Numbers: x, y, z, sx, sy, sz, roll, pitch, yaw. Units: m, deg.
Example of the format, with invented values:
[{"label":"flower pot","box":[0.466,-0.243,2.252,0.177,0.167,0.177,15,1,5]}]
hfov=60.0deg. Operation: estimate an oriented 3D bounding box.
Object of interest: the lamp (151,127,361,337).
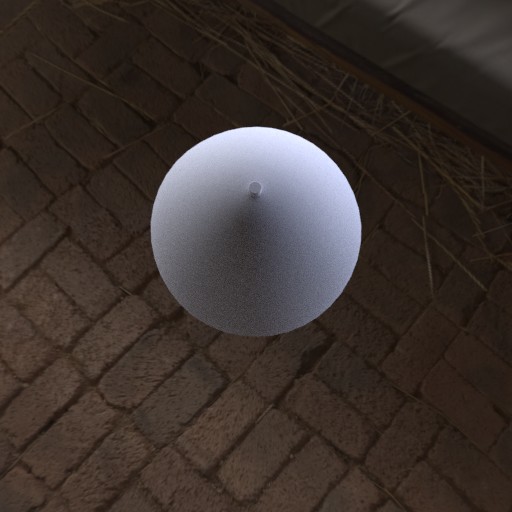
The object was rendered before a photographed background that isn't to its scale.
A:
[{"label":"lamp","box":[0.000,0.000,0.441,0.171,0.330,0.171,0,75,0]}]
